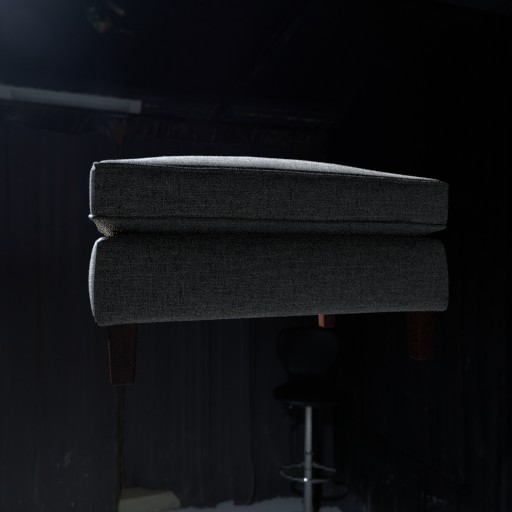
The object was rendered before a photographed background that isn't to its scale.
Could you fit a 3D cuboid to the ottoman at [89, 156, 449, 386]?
[{"bbox_3d":[0.000,0.000,0.994,0.686,0.406,0.508,0,0,-17],"label":"ottoman"}]
